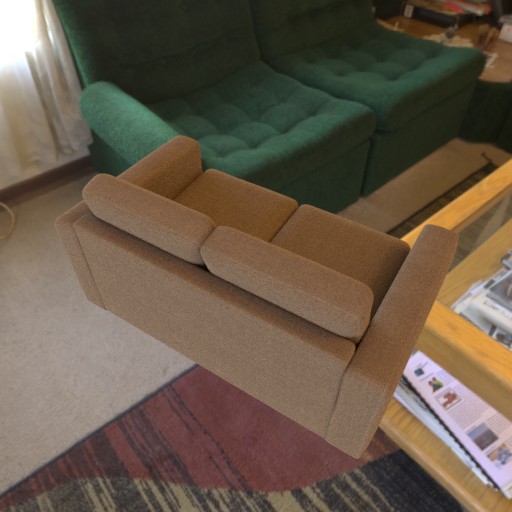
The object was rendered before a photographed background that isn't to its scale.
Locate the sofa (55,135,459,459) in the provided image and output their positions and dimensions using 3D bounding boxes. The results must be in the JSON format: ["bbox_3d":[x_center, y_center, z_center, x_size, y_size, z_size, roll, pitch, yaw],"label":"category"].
[{"bbox_3d":[0.000,0.000,2.004,1.520,0.800,0.900,24,50,22],"label":"sofa"}]
